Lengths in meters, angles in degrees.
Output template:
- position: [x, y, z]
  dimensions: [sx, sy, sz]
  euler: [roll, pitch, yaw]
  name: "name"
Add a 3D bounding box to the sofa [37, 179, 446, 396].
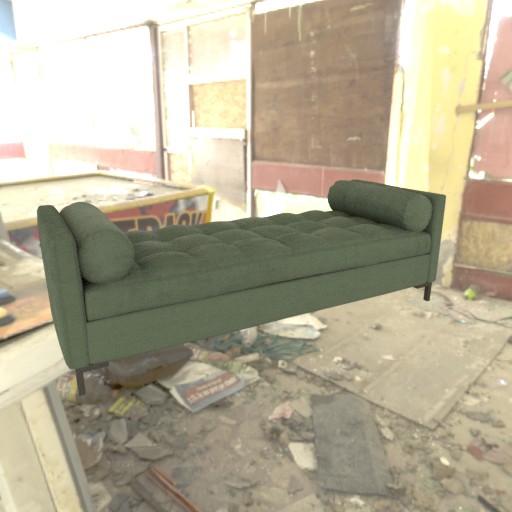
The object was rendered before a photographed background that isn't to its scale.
- position: [0.000, 0.000, 2.481]
  dimensions: [2.130, 0.681, 0.817]
  euler: [-9, 19, -27]
  name: "sofa"
